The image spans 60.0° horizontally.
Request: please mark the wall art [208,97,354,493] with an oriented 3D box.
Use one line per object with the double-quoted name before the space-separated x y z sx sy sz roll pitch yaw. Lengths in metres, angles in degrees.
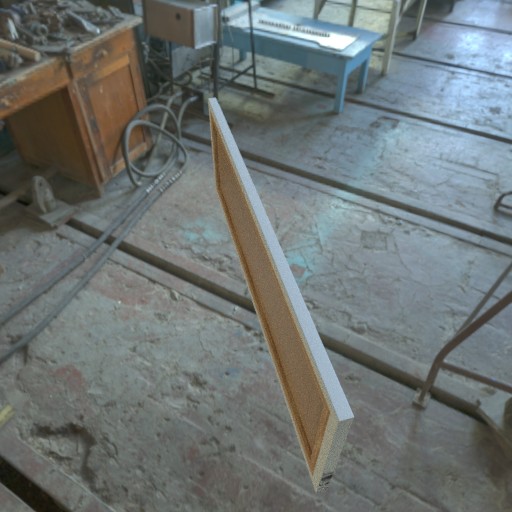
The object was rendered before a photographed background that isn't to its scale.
"wall art" 0.000 0.000 1.652 0.039 0.507 1.520 -11 47 -10
